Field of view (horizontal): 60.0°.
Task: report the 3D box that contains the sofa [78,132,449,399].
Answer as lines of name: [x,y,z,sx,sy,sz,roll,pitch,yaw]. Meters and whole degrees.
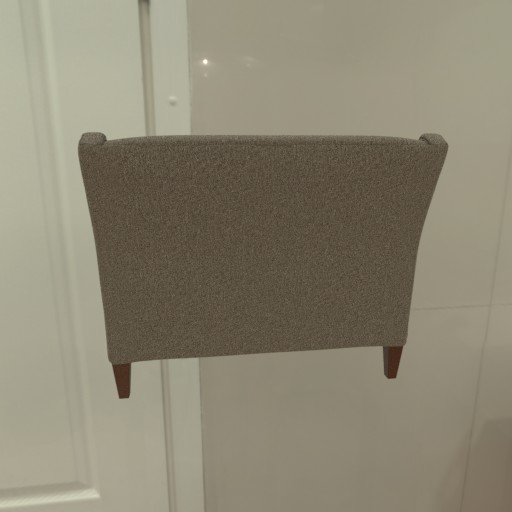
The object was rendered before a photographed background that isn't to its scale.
sofa: [0.000,0.000,1.944,1.242,1.026,0.862,-2,14,-8]
